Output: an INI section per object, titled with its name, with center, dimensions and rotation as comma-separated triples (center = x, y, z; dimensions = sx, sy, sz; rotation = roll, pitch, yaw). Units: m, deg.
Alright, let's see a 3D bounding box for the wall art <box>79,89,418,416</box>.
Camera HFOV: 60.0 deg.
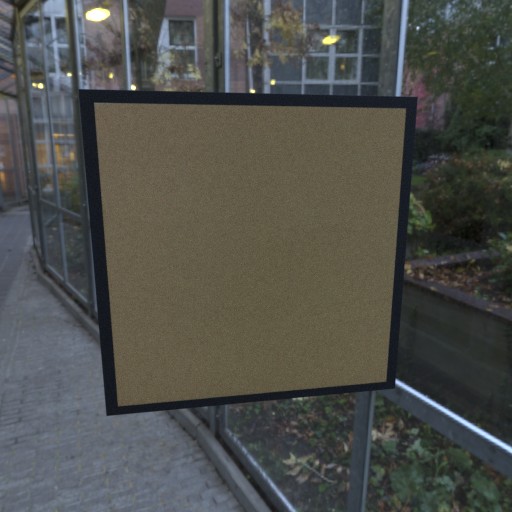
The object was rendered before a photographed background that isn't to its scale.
[wall art]
center = 0.000, 0.000, 0.444
dimensions = 0.305, 0.304, 0.033
rotation = -2, 13, -10
